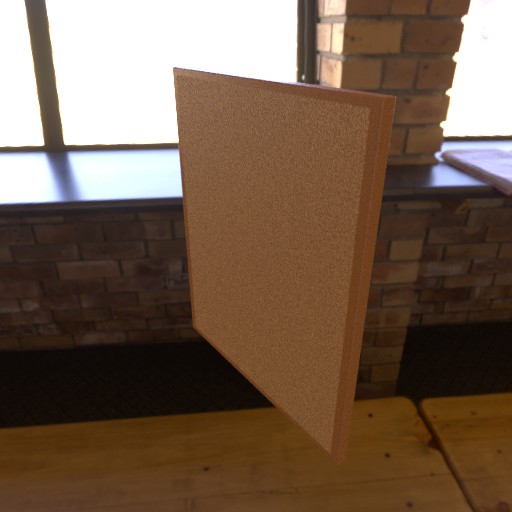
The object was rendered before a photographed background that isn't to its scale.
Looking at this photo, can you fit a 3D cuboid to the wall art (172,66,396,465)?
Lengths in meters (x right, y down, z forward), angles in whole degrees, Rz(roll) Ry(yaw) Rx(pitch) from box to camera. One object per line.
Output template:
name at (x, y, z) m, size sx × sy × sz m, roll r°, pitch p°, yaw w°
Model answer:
wall art at (0.000, 0.000, 0.505) m, size 0.015 × 0.379 × 0.310 m, roll -19°, pitch 33°, yaw -32°
